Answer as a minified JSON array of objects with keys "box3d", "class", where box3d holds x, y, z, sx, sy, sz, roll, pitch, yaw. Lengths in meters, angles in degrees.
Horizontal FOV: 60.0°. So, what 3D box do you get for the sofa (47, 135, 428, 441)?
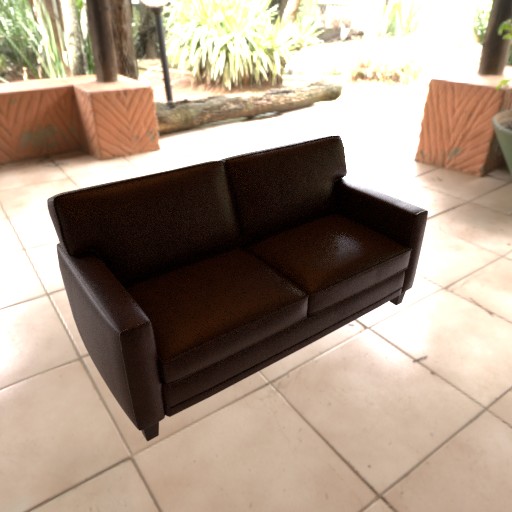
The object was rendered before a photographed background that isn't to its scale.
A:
[{"box3d":[0.000,0.000,2.408,1.876,0.928,0.912,-20,36,-31],"class":"sofa"}]
